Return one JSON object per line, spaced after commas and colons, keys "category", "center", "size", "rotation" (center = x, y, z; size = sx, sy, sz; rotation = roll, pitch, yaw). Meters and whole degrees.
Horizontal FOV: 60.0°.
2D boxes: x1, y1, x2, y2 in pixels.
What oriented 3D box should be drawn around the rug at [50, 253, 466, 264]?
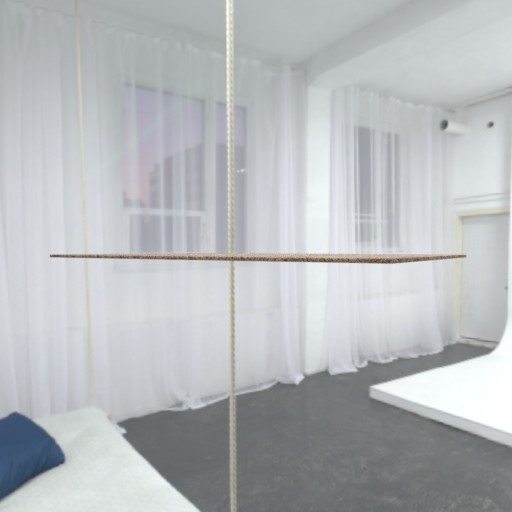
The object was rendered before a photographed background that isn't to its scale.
{"category": "rug", "center": [0.000, 0.000, 2.917], "size": [2.285, 0.019, 1.523], "rotation": [1, 1, 35]}
